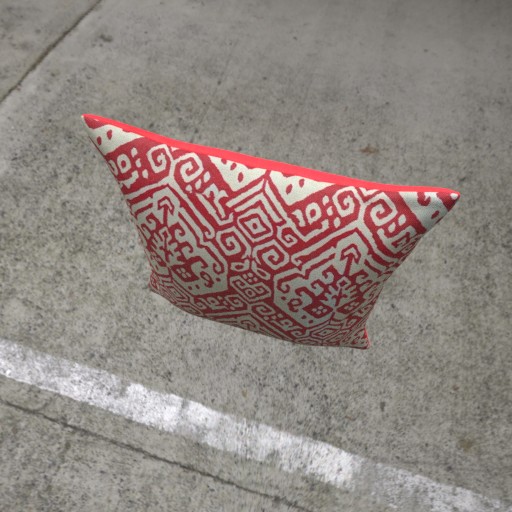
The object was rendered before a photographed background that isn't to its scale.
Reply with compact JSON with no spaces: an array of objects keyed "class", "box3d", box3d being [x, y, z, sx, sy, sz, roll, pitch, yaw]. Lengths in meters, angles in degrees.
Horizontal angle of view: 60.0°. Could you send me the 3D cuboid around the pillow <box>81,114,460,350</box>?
[{"class":"pillow","box3d":[0.000,0.000,0.792,0.522,0.507,0.192,14,58,9]}]
